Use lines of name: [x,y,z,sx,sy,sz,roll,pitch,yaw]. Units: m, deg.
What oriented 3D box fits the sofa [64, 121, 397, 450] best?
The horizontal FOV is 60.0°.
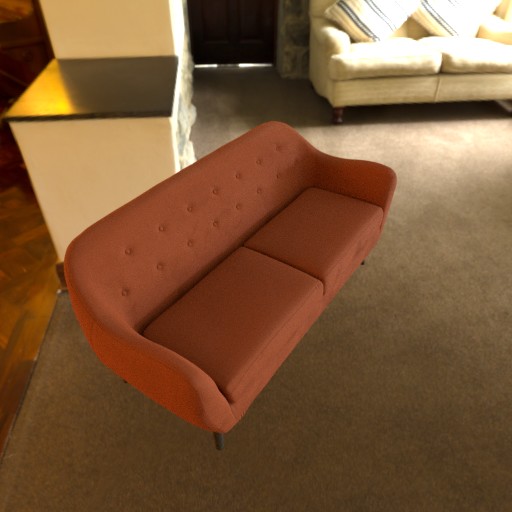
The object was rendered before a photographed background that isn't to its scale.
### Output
sofa: [0.000,0.000,2.310,0.820,0.836,1.840,23,45,26]
